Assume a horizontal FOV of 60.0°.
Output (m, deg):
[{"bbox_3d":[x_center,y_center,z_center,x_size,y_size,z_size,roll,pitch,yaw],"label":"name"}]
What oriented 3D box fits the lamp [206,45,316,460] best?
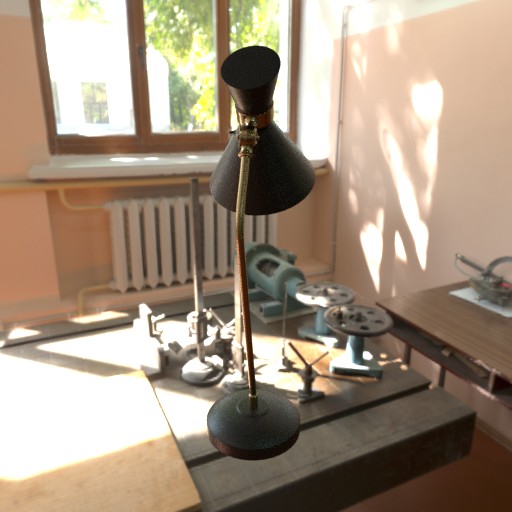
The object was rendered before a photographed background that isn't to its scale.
[{"bbox_3d":[0.000,0.000,0.763,0.189,0.647,0.292,3,17,9],"label":"lamp"}]
